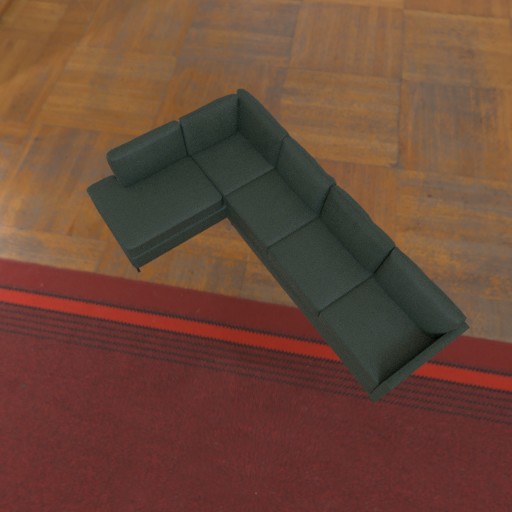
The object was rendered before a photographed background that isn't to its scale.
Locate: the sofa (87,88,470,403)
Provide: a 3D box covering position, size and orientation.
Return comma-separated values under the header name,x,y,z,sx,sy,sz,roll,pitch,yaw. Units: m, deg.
name,x,y,z,sx,sy,sz,roll,pitch,yaw
sofa,0.000,0.000,4.314,2.048,0.996,3.384,-32,66,-16
